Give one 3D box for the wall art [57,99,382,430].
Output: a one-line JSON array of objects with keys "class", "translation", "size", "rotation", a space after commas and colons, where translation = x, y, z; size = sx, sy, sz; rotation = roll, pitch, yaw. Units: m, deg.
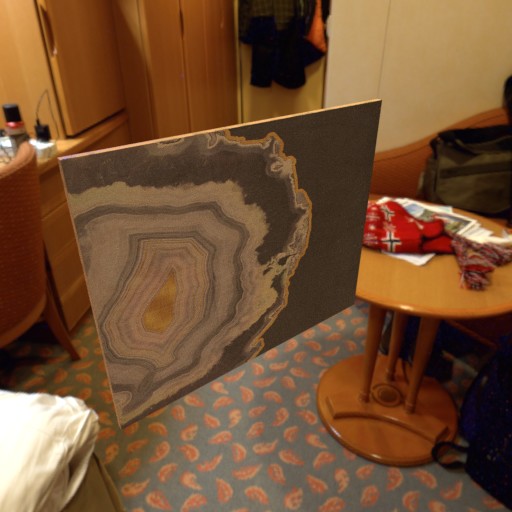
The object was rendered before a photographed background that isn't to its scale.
[{"class": "wall art", "translation": [0.000, 0.000, 0.688], "size": [0.508, 0.408, 0.010], "rotation": [-21, 36, -32]}]
